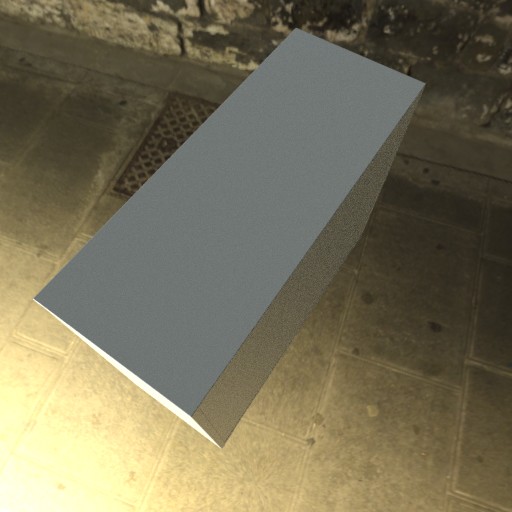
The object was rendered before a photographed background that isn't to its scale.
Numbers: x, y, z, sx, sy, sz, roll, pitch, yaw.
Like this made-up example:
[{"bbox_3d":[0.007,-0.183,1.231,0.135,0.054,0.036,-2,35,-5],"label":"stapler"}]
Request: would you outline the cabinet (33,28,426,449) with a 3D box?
[{"bbox_3d":[0.000,0.000,1.378,0.400,0.800,1.000,31,67,15],"label":"cabinet"}]
